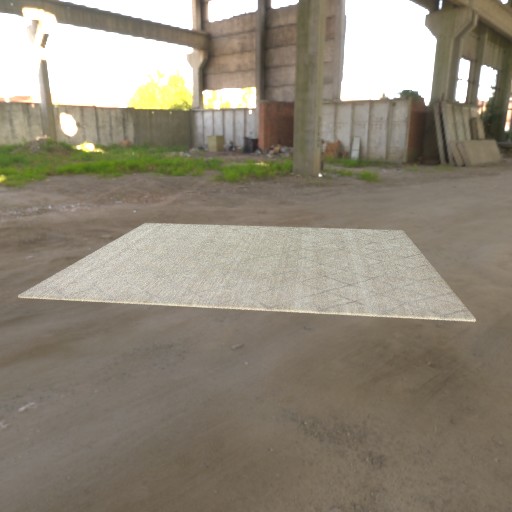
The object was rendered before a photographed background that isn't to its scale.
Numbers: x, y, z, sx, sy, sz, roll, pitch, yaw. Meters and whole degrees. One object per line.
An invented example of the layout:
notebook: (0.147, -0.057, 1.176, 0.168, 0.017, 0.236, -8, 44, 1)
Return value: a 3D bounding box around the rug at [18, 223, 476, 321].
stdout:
rug: (0.000, 0.000, 4.055, 3.038, 0.019, 2.420, 2, 17, 7)
